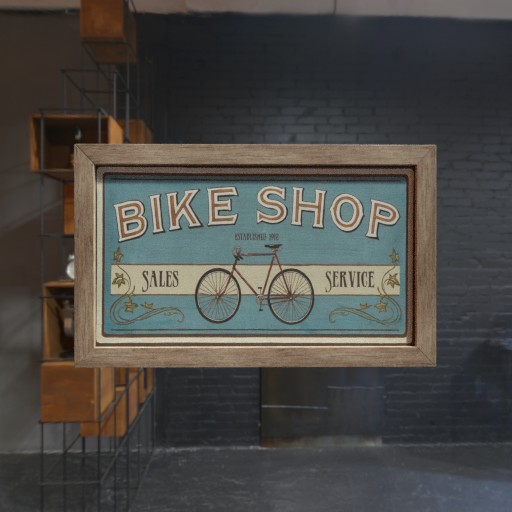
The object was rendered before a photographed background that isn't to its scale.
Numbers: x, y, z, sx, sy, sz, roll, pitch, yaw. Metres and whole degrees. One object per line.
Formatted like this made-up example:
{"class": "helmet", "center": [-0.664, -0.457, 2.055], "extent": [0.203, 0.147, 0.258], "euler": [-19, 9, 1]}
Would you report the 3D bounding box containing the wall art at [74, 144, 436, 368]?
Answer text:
{"class": "wall art", "center": [0.000, 0.000, 0.965], "extent": [0.780, 0.480, 0.021], "euler": [0, 0, -1]}
